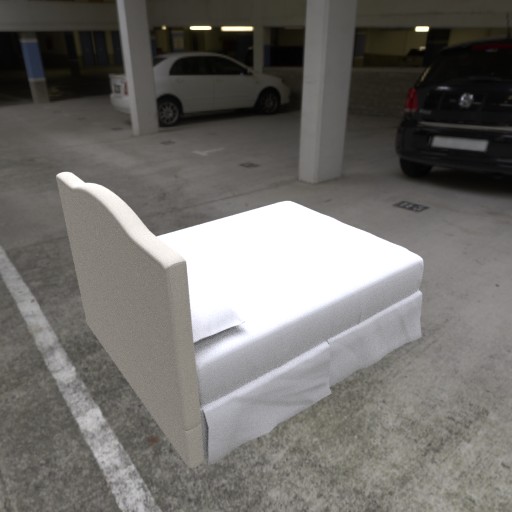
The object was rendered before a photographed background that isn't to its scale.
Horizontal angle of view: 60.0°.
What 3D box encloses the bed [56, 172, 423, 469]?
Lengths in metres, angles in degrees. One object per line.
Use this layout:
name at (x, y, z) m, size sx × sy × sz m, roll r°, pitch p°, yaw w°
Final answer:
bed at (0.000, 0.000, 3.337) m, size 2.196 × 1.449 × 1.741 m, roll -19°, pitch 33°, yaw -32°
